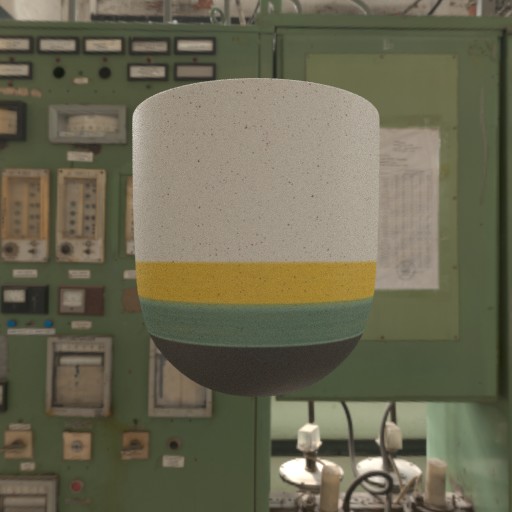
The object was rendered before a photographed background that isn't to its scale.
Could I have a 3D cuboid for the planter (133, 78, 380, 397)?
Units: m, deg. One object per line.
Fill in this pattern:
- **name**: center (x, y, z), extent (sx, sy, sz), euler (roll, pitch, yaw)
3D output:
- **planter**: center (0.000, 0.000, 0.363), extent (0.195, 0.214, 0.195), euler (0, 0, 0)
